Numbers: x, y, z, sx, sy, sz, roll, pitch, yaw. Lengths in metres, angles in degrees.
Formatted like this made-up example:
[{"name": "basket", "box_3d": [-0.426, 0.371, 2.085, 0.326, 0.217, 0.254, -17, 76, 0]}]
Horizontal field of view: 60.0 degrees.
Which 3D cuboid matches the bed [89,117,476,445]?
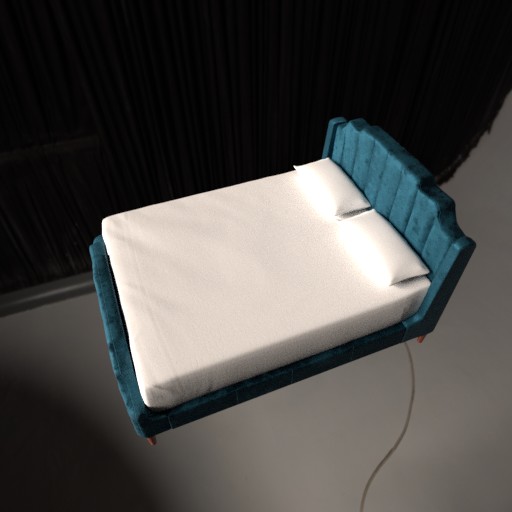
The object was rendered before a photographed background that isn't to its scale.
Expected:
[{"name": "bed", "box_3d": [0.000, 0.000, 3.331, 2.322, 1.338, 1.678, -16, 49, -15]}]
